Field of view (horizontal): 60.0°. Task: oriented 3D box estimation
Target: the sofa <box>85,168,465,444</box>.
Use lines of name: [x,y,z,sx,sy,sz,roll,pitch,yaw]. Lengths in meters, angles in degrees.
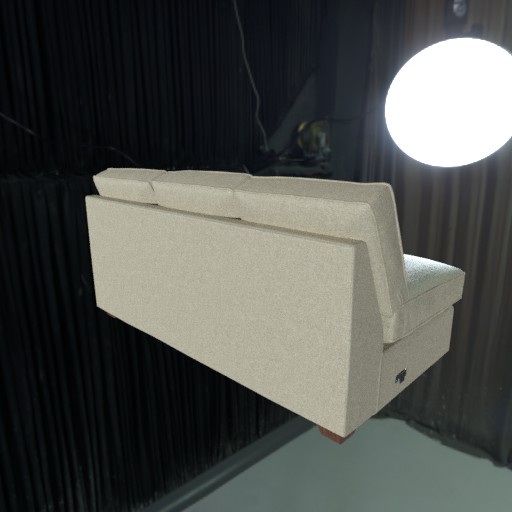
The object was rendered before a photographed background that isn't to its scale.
sofa: [0.000,0.000,2.477,1.962,0.973,1.027,14,20,43]
